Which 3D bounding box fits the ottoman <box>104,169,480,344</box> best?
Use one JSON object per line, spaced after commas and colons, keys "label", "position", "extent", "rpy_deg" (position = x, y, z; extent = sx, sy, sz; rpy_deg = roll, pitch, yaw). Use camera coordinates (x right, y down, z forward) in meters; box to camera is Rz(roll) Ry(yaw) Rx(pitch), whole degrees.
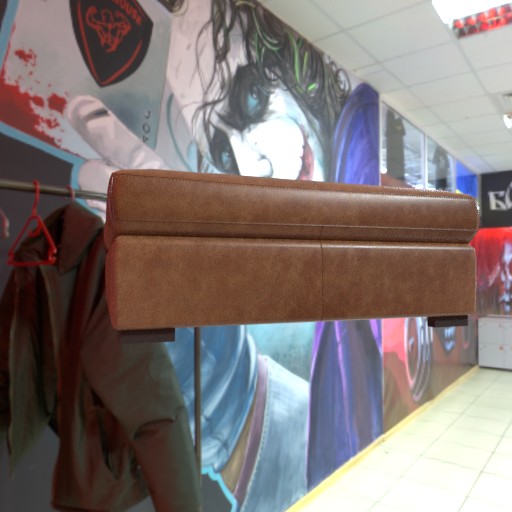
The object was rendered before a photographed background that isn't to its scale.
{"label": "ottoman", "position": [0.000, 0.000, 1.806], "extent": [1.169, 0.483, 1.168], "rpy_deg": [1, -2, -19]}
